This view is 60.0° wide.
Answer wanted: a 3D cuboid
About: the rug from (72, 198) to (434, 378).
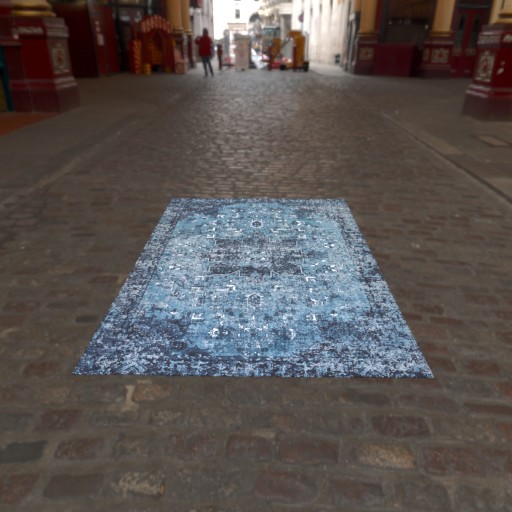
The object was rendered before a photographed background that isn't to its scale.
[{"bbox_3d":[0.000,0.000,2.305,1.219,0.005,1.828,0,26,1],"label":"rug"}]
